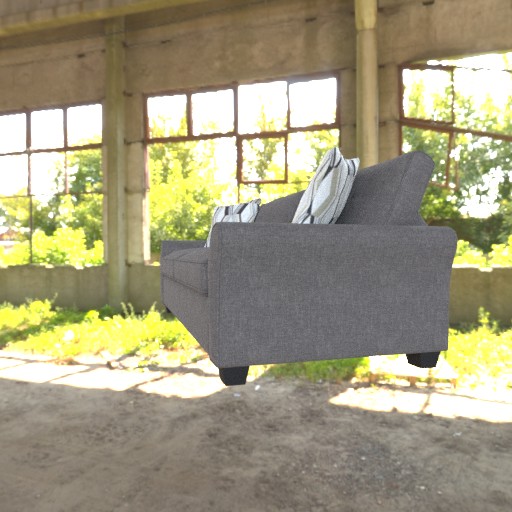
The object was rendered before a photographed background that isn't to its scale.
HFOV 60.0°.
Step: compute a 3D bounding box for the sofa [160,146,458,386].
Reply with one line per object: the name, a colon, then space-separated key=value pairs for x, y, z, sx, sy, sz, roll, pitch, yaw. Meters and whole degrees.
sofa: x=0.000 y=0.000 z=2.414 sx=0.889 sy=0.813 sz=2.032 roll=0 pitch=0 yaw=-17
